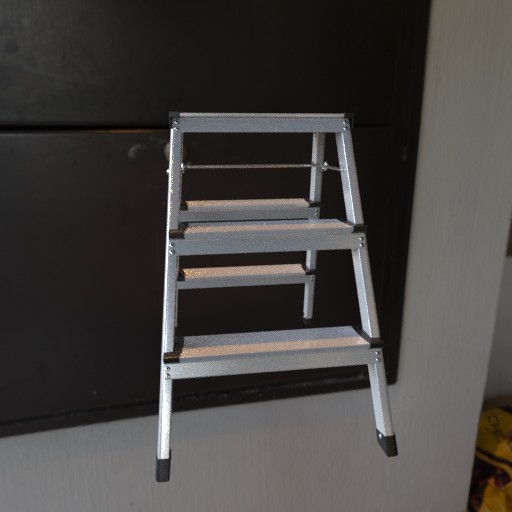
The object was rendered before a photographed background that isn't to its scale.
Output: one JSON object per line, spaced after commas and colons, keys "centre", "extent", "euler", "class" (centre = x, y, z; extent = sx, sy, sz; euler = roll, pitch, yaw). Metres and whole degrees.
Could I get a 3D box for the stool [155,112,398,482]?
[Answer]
{"centre": [0.000, 0.000, 0.992], "extent": [0.437, 0.605, 0.622], "euler": [-2, 16, -8], "class": "stool"}
